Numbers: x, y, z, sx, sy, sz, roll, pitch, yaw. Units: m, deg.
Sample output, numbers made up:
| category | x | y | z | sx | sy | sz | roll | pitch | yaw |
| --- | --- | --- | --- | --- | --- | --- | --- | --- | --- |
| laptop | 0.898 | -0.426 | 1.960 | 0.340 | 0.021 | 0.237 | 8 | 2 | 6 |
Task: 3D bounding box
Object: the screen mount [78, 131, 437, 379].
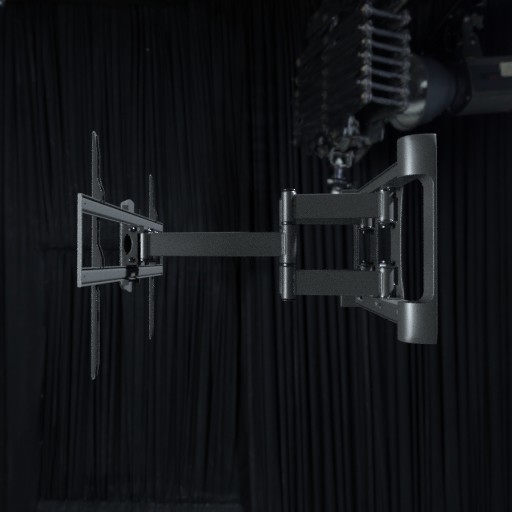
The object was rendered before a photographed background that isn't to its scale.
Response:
| category | x | y | z | sx | sy | sz | roll | pitch | yaw |
| --- | --- | --- | --- | --- | --- | --- | --- | --- | --- |
| screen mount | 0.000 | 0.000 | 1.097 | 0.644 | 0.491 | 0.661 | 0 | -1 | 1 |
